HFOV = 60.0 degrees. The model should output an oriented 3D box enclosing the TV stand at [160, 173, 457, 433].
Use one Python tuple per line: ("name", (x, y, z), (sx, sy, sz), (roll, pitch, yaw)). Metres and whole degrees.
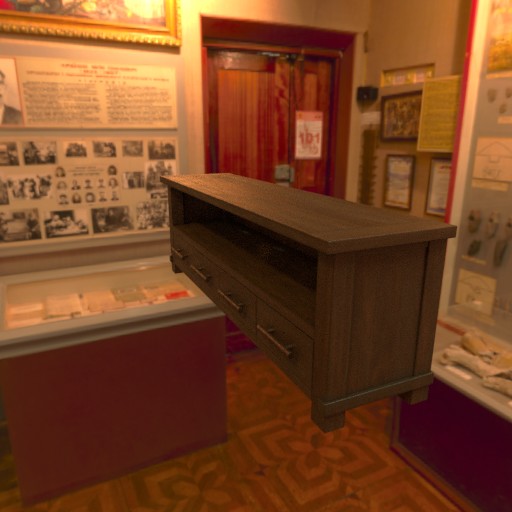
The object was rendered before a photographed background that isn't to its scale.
("TV stand", (0.000, 0.000, 2.129), (0.471, 0.615, 1.866), (-7, 17, -24))
